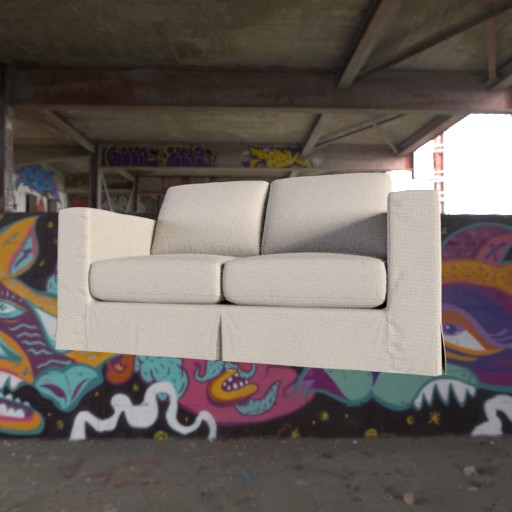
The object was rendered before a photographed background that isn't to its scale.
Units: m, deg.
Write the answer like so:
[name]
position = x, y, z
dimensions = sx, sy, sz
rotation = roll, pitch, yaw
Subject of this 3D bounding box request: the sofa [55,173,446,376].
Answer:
[sofa]
position = 0.000, 0.000, 2.399
dimensions = 1.813, 0.932, 1.009
rotation = -1, -2, 19
